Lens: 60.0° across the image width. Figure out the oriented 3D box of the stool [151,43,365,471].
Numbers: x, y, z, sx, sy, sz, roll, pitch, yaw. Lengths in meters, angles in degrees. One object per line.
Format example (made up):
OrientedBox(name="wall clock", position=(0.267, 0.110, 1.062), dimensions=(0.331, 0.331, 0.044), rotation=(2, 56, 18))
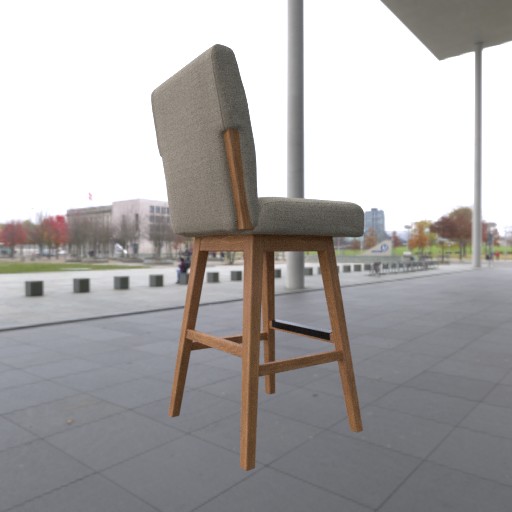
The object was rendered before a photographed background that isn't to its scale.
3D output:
OrientedBox(name="stool", position=(0.000, 0.000, 1.451), dimensions=(0.569, 1.106, 0.483), rotation=(-1, 1, -35))
